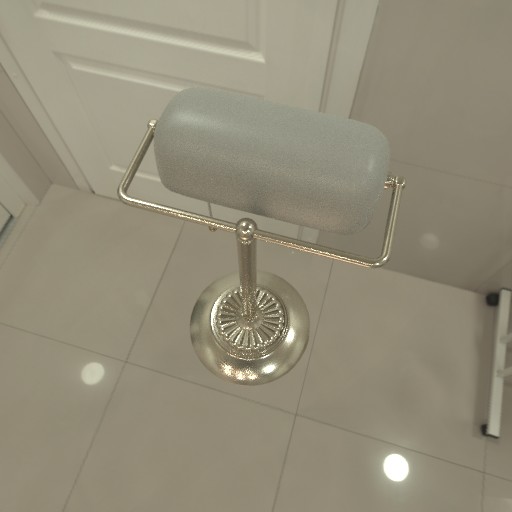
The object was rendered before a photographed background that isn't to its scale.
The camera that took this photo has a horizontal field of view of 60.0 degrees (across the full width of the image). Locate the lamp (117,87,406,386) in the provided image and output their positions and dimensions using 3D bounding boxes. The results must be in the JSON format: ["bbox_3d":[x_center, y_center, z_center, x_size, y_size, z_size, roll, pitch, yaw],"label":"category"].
[{"bbox_3d":[0.000,0.000,0.522,0.264,0.339,0.243,15,65,7],"label":"lamp"}]
